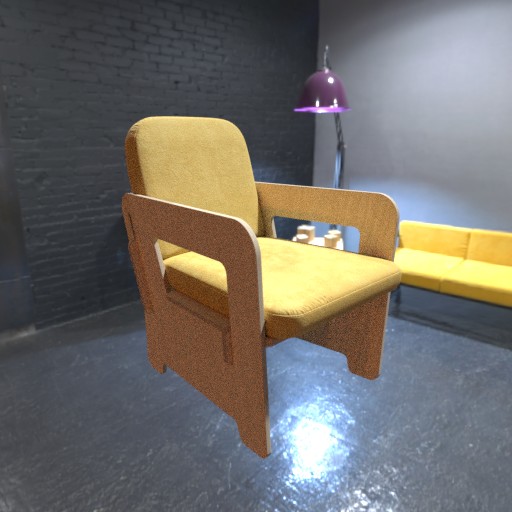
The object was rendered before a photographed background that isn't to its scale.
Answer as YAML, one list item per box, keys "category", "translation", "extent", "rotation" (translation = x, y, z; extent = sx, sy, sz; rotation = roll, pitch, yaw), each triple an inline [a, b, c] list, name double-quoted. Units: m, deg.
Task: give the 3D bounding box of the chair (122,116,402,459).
- category: "chair"
  translation: [0.000, 0.000, 1.312]
  extent: [0.590, 0.800, 0.710]
  rotation: [-15, 21, -43]
